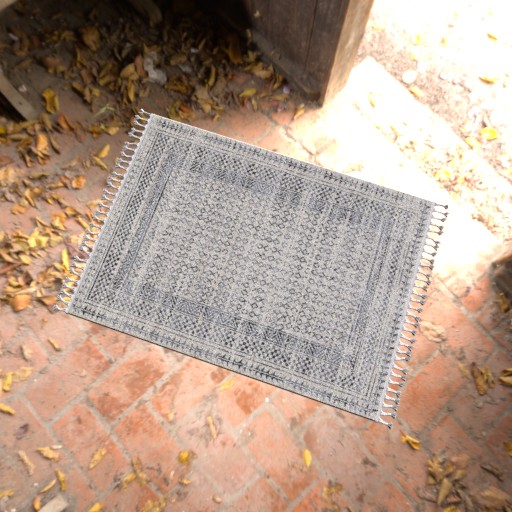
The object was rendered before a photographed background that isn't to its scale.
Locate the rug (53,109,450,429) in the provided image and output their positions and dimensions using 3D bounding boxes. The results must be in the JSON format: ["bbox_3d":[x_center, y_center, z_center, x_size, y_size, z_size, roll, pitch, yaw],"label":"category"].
[{"bbox_3d":[0.000,0.000,2.386,1.872,0.013,1.243,18,78,4],"label":"rug"}]
